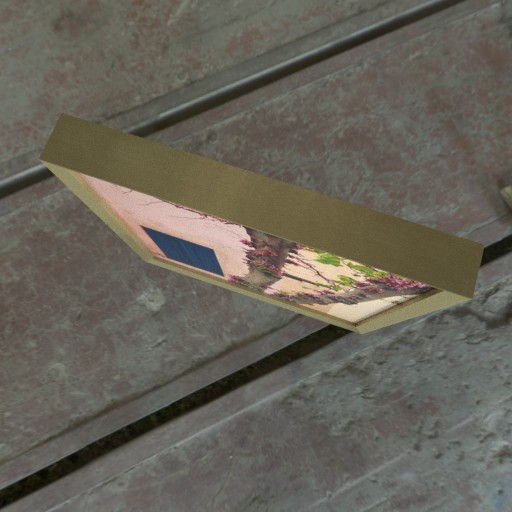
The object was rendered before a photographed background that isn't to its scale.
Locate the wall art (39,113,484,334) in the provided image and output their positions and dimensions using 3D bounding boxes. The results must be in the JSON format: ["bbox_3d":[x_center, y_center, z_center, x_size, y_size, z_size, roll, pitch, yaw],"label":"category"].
[{"bbox_3d":[0.000,0.000,0.447,0.304,0.305,0.038,18,77,4],"label":"wall art"}]
